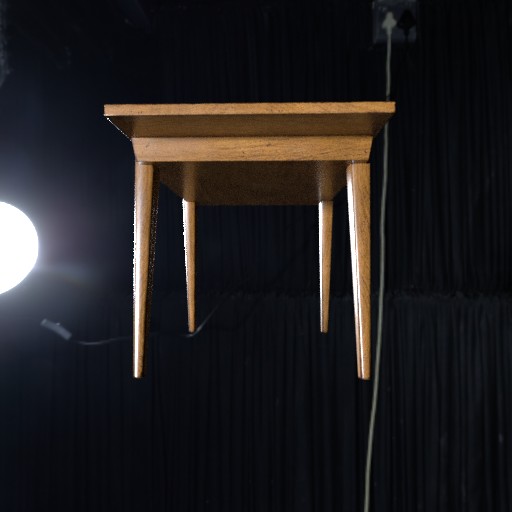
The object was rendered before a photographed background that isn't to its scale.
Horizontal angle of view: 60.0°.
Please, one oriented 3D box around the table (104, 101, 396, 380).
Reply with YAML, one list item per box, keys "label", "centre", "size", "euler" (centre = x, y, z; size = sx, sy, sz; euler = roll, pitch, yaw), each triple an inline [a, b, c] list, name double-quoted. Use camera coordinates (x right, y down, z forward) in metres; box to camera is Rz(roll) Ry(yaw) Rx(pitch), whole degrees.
- label: "table"
  centre: [0.000, 0.000, 1.840]
  size: [0.757, 0.760, 1.400]
  euler: [0, -2, 2]
